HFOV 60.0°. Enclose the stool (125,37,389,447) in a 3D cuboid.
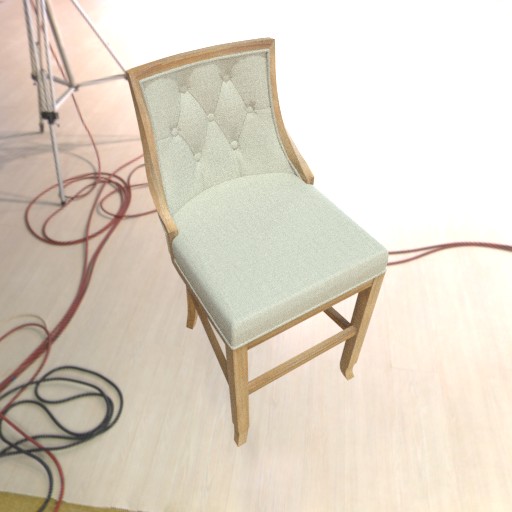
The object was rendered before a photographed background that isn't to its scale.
[{"bbox_3d":[0.000,0.000,1.432,0.524,1.101,0.626,-24,51,-21],"label":"stool"}]
